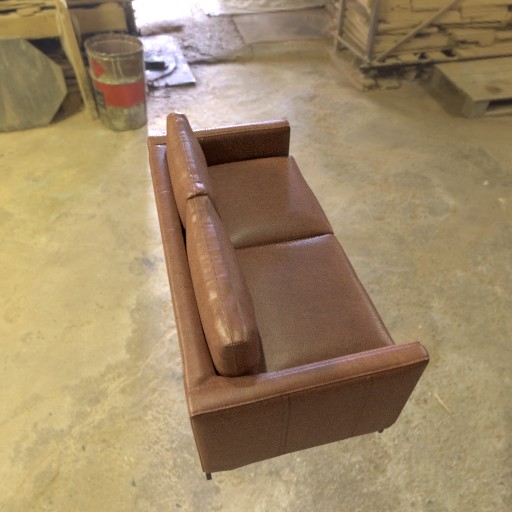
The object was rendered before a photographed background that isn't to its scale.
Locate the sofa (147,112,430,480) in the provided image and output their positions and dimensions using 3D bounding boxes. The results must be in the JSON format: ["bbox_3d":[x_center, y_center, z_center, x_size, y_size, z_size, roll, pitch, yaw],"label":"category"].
[{"bbox_3d":[0.000,0.000,2.249,0.899,0.883,1.797,-11,47,-10],"label":"sofa"}]
